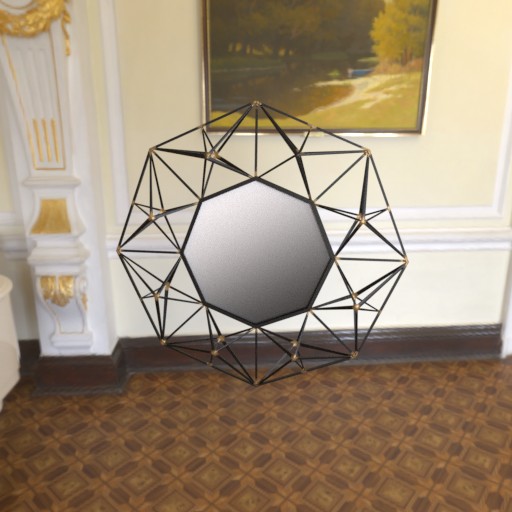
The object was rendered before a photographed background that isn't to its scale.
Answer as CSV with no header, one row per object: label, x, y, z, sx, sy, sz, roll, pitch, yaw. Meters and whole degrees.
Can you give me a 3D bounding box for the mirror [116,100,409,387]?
mirror,0.000,0.000,1.070,0.710,0.710,0.094,2,16,8
